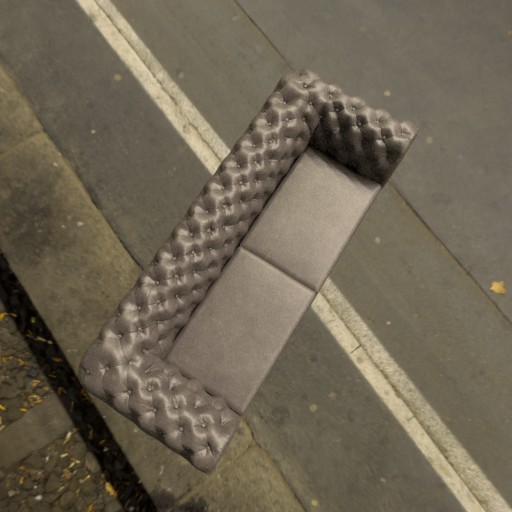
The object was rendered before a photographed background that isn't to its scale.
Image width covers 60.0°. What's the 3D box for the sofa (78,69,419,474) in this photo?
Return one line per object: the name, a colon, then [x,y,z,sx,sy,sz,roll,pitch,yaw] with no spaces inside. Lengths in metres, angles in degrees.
sofa: [0.000,0.000,2.867,0.944,0.783,2.385,32,77,8]
